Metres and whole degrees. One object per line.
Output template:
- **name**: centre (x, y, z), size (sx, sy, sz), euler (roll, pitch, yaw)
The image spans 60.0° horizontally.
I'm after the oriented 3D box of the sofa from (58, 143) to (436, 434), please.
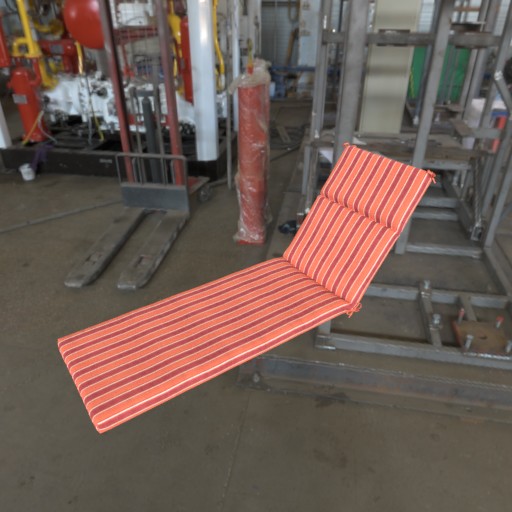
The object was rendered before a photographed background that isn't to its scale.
- **sofa**: centre (0.000, 0.000, 1.935), size (1.663, 0.622, 0.582), euler (-20, 36, -30)
